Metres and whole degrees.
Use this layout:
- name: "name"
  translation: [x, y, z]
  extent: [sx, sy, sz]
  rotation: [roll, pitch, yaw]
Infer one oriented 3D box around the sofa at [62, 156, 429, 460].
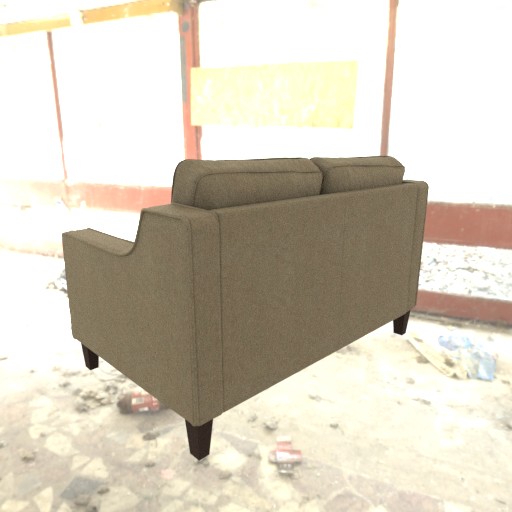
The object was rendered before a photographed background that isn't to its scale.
- name: "sofa"
  translation: [0.000, 0.000, 2.160]
  extent: [1.503, 0.981, 0.985]
  rotation: [-14, 21, -43]
